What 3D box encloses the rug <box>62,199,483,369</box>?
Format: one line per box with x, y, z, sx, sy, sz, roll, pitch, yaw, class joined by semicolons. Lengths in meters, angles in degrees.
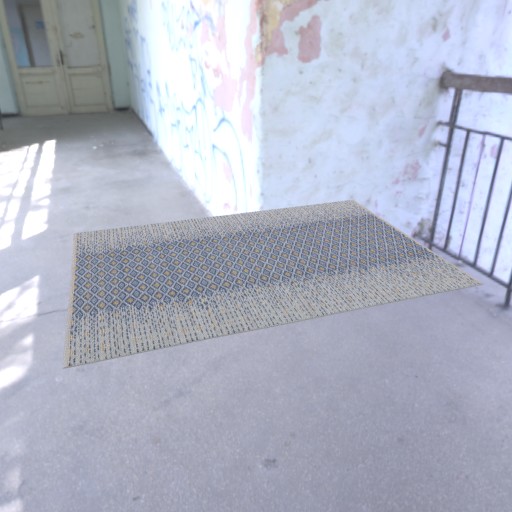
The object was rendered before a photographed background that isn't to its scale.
0.000;0.000;2.319;1.828;0.005;1.219;-9;28;-16;rug
